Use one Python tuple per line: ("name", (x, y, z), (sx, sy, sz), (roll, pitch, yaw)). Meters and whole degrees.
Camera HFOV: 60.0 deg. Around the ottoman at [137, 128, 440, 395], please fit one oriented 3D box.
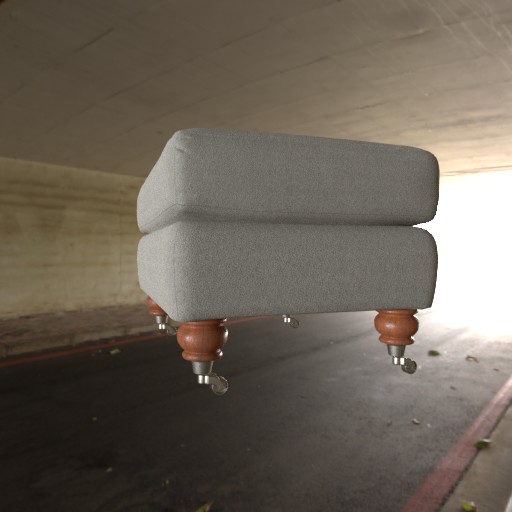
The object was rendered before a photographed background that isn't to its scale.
("ottoman", (0.000, 0.000, 1.168), (0.569, 0.504, 0.773), (0, 0, -19))
